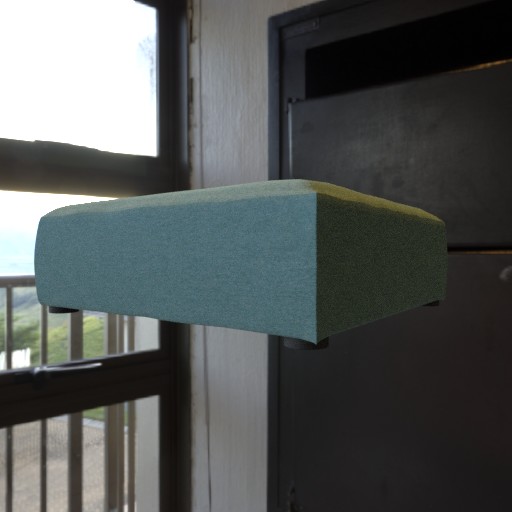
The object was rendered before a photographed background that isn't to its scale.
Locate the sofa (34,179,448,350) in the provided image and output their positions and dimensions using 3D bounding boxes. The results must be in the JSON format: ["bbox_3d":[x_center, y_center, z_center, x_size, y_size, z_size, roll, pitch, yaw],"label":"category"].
[{"bbox_3d":[0.000,0.000,1.399,0.930,0.330,0.930,0,0,36],"label":"sofa"}]
